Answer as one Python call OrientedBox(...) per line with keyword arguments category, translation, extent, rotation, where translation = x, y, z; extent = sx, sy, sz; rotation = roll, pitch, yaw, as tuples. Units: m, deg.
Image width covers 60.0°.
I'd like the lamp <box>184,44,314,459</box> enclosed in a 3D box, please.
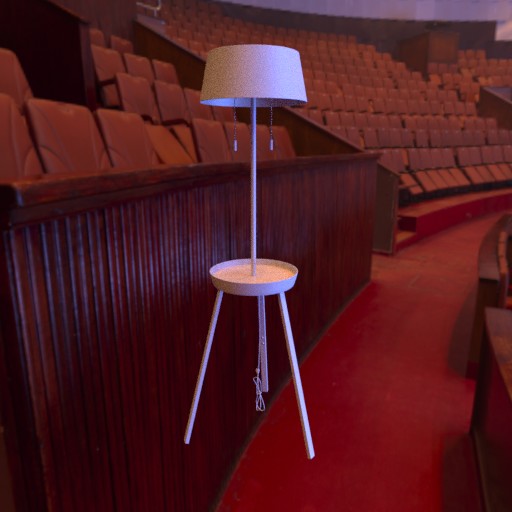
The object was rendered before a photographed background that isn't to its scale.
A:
OrientedBox(category="lamp", translation=(0.000, 0.000, 1.696), extent=(0.508, 1.429, 0.468), rotation=(3, 15, 10))
